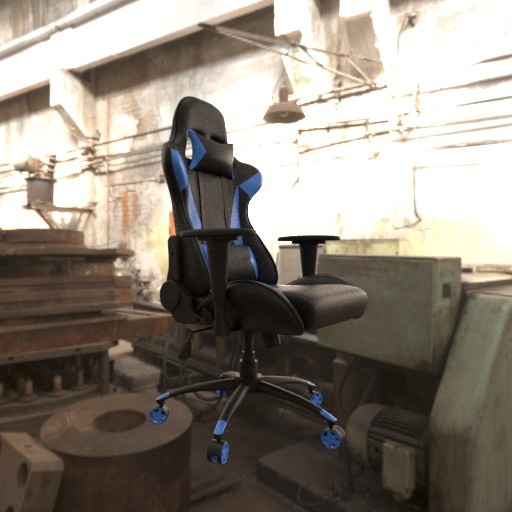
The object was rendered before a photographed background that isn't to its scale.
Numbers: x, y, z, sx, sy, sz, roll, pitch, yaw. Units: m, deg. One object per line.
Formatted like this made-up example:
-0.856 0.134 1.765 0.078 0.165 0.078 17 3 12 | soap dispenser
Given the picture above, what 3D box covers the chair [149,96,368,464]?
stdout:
0.000 0.000 1.673 0.730 1.282 0.695 0 0 35 | chair
